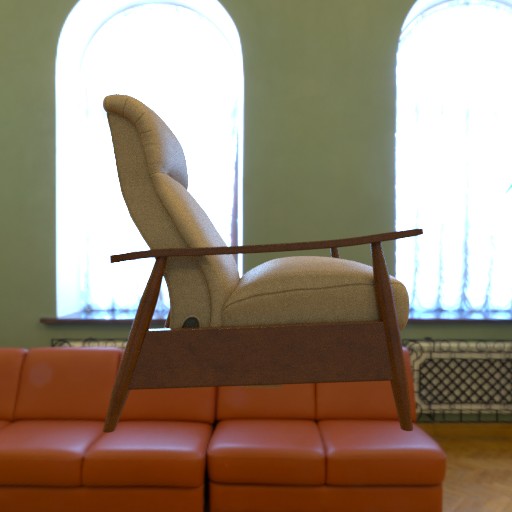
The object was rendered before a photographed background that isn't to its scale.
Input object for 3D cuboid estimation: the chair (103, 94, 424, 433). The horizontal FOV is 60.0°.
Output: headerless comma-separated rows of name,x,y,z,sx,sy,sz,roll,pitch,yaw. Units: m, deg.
chair,0.000,0.000,1.734,1.030,1.082,0.762,0,0,-1
